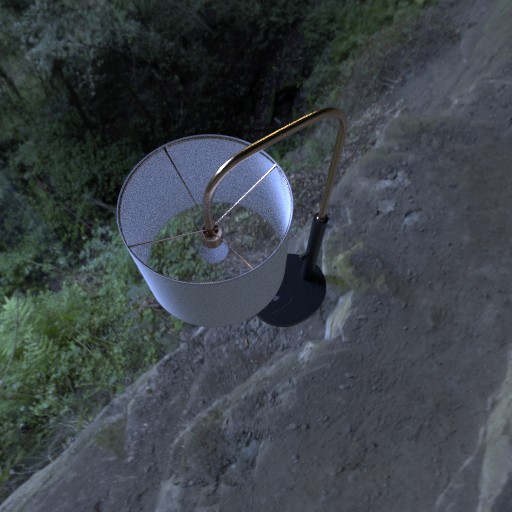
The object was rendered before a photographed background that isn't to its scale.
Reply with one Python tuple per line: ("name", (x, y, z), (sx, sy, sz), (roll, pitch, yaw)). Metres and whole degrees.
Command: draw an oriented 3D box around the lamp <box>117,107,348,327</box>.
("lamp", (0.000, 0.000, 0.713), (0.337, 0.540, 0.199), (-31, 68, -14))
